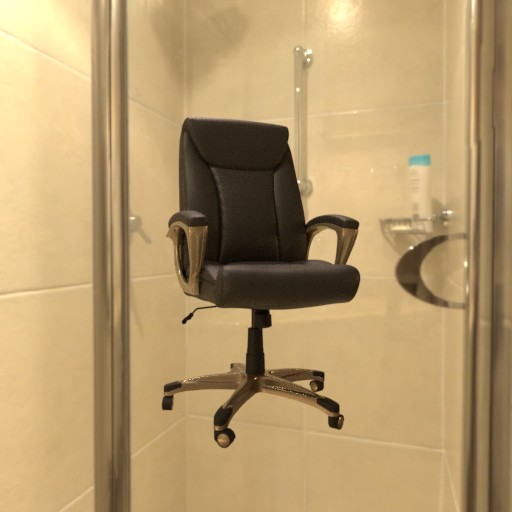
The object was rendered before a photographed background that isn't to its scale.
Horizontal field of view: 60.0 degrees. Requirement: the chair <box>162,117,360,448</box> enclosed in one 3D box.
[{"bbox_3d":[0.000,0.000,1.699,0.694,1.188,0.748,0,1,-19],"label":"chair"}]
